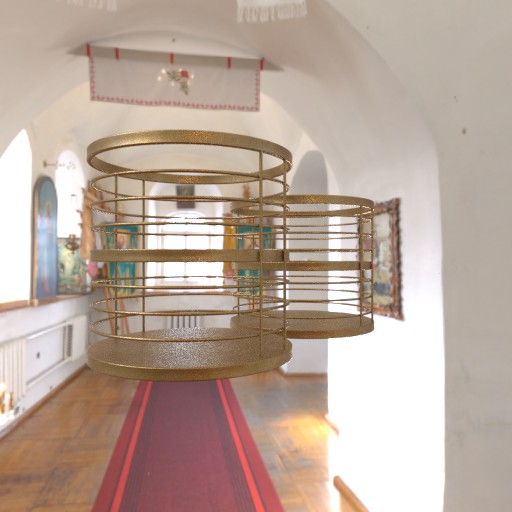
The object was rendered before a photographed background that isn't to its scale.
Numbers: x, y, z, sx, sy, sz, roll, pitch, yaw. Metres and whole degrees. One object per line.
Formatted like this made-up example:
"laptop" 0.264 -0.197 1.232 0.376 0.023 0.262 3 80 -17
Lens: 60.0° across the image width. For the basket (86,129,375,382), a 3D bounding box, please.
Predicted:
"basket" 0.000 0.000 0.952 0.356 0.351 0.746 0 0 35
